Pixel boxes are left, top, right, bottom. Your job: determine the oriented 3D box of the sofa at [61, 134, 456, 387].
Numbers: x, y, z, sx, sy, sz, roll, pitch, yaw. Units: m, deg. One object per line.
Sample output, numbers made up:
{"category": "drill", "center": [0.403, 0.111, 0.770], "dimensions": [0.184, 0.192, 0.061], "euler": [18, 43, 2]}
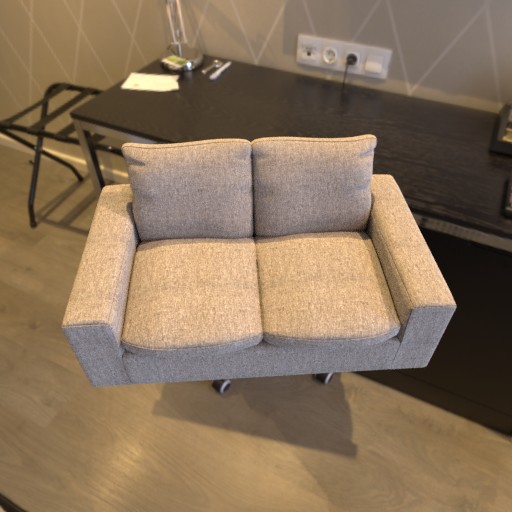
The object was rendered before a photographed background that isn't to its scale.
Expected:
{"category": "sofa", "center": [0.000, 0.000, 2.355], "dimensions": [1.758, 0.877, 1.094], "euler": [-3, 45, -3]}
